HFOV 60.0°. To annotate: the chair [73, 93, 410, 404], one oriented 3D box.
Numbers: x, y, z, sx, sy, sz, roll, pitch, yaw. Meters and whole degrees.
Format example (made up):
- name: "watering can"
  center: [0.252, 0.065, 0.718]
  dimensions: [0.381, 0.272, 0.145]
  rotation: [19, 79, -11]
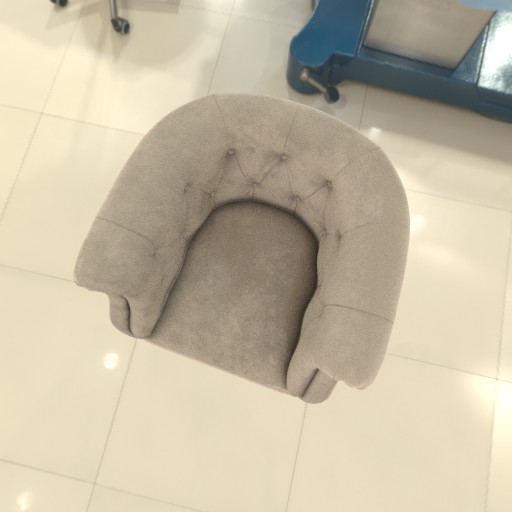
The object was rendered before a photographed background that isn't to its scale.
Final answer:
- name: "chair"
  center: [0.000, 0.000, 1.607]
  dimensions: [0.904, 0.826, 0.851]
  rotation: [19, 77, 5]
